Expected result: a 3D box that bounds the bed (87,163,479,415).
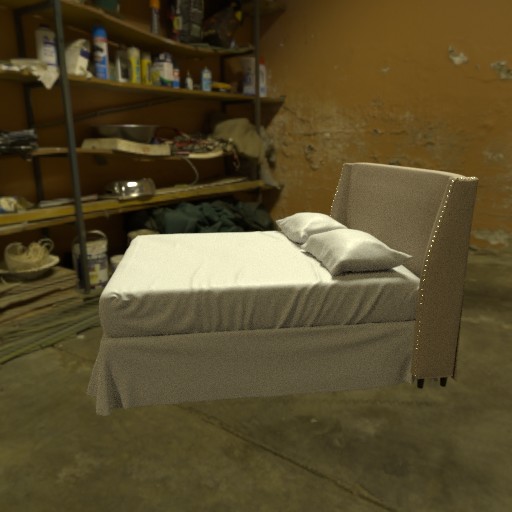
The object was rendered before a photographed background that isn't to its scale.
[{"bbox_3d":[0.000,0.000,3.380,2.276,1.332,1.925,-2,14,-8],"label":"bed"}]
